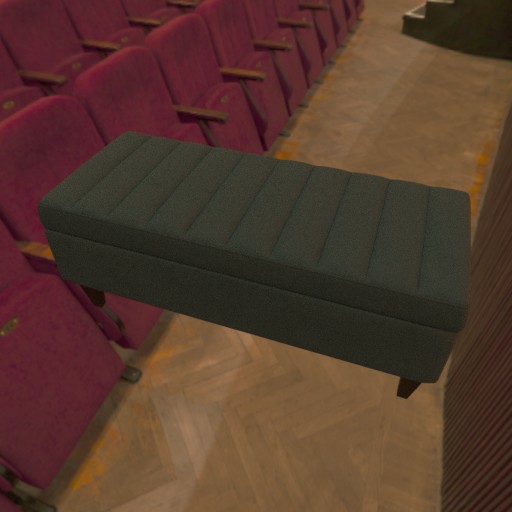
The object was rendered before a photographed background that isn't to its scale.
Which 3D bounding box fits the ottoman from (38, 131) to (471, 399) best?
[{"bbox_3d":[0.000,0.000,1.381,1.151,0.469,0.482,14,44,14],"label":"ottoman"}]
